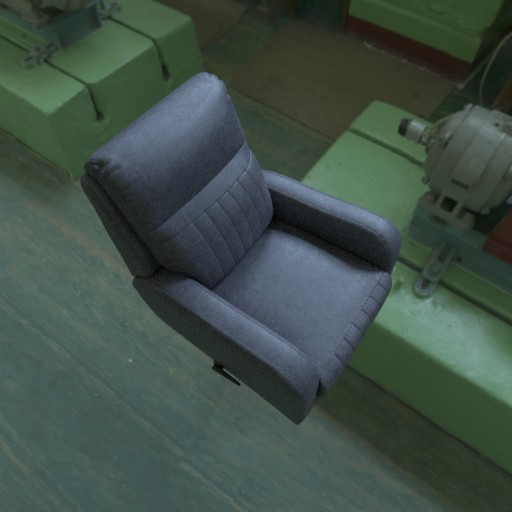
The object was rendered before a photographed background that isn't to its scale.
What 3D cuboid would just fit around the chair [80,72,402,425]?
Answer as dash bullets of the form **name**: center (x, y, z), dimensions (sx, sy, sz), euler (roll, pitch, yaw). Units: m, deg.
- **chair**: center (0.000, 0.000, 1.851), dimensions (1.067, 1.067, 0.865), euler (31, 63, 18)
